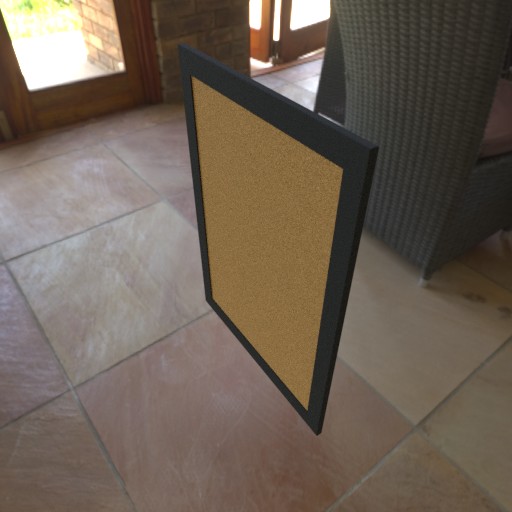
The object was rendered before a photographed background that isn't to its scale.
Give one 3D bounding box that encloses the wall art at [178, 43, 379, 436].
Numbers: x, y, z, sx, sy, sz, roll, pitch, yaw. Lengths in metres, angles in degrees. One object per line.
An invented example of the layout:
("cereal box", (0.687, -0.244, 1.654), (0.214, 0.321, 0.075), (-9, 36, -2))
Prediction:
("wall art", (0.000, 0.000, 0.685), (0.012, 0.529, 0.374), (-25, 47, -25))
